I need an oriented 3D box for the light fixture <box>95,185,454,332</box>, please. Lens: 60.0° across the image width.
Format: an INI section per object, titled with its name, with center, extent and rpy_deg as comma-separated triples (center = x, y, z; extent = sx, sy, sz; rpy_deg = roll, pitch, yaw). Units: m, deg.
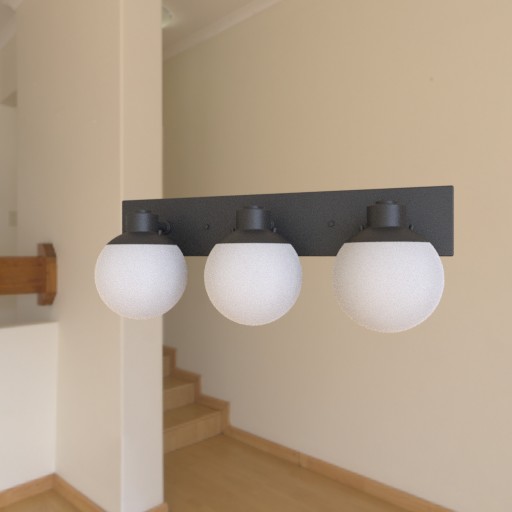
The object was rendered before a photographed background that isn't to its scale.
[light fixture]
center = 0.000, 0.000, 0.861
extent = 0.721, 0.263, 0.218
rpy_deg = 0, 0, 18
